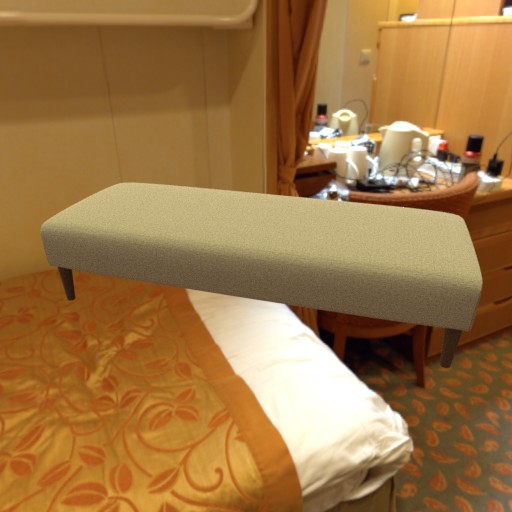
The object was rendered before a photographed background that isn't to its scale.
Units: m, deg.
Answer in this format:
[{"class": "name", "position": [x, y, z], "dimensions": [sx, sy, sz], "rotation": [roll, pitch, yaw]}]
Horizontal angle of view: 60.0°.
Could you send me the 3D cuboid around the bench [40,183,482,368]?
[{"class": "bench", "position": [0.000, 0.000, 1.841], "dimensions": [1.598, 0.383, 0.631], "rotation": [8, 27, 15]}]
